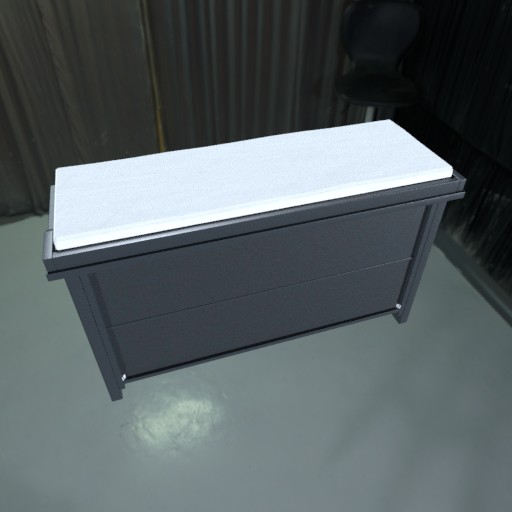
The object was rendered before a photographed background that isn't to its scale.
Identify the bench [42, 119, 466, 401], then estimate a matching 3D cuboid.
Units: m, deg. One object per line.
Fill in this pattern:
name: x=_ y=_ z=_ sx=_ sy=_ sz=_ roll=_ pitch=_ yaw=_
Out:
bench: x=0.000 y=0.000 z=1.245 sx=0.973 sy=0.561 sz=0.345 roll=-12 pitch=42 yaw=-13
